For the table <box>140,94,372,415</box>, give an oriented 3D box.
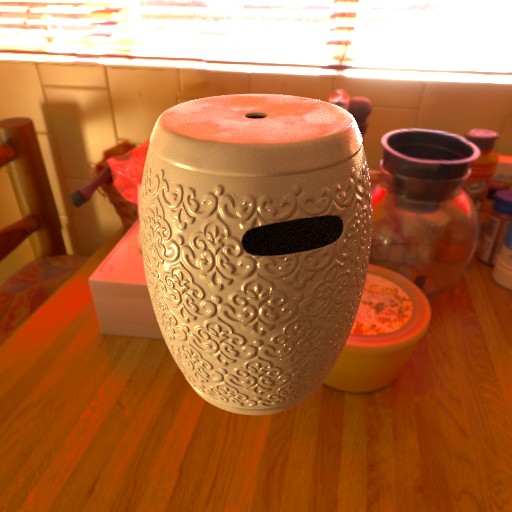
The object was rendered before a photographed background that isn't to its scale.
[{"bbox_3d":[0.000,0.000,0.629,0.309,0.397,0.309,0,32,0],"label":"table"}]
